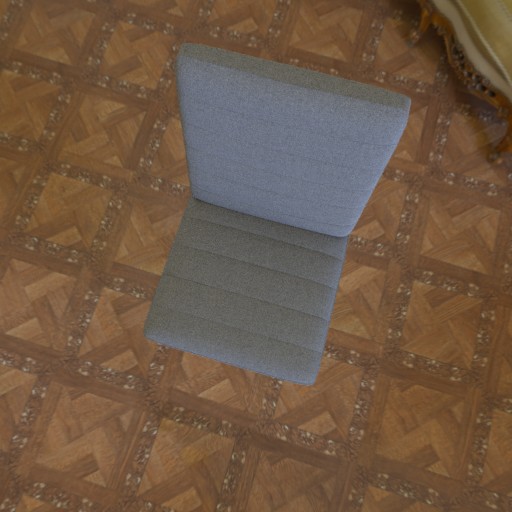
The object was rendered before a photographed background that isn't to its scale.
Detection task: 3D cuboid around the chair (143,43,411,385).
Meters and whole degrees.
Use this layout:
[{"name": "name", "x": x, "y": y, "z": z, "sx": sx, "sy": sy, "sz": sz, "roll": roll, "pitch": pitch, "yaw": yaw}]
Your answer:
[{"name": "chair", "x": 0.000, "y": 0.000, "z": 1.298, "sx": 0.520, "sy": 0.930, "sz": 0.634, "roll": 15, "pitch": 76, "yaw": 4}]
